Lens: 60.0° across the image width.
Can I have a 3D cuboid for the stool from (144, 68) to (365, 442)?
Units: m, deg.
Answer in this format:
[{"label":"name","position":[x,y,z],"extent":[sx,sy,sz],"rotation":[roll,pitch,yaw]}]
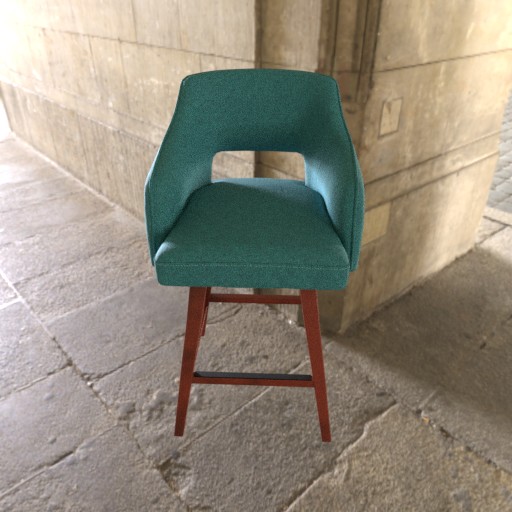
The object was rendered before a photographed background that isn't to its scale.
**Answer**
[{"label":"stool","position":[0.000,0.000,1.315],"extent":[0.548,0.961,0.556],"rotation":[1,31,2]}]
